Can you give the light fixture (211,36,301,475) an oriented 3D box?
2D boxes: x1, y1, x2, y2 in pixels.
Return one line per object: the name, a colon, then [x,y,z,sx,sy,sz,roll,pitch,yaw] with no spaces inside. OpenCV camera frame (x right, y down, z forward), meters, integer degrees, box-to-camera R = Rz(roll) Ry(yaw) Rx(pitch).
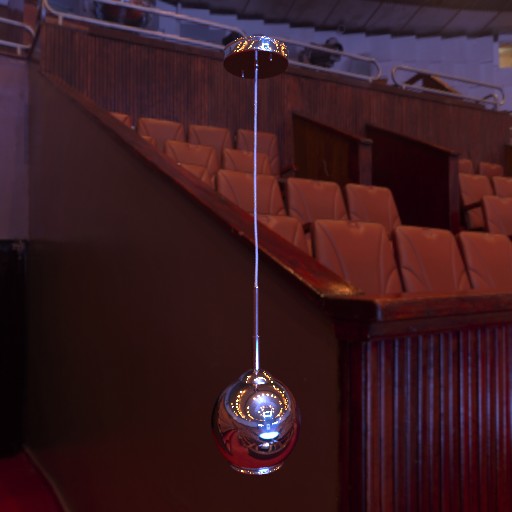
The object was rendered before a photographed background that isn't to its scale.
light fixture: [0.000,0.000,1.666,0.336,1.538,0.336,1,-1,-36]
